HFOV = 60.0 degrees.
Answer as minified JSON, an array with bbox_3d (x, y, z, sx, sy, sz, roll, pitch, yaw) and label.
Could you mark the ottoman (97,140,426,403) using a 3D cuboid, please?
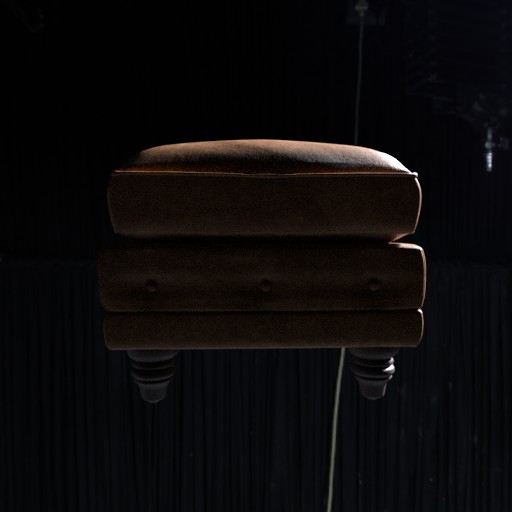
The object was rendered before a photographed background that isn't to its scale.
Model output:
[{"bbox_3d":[0.000,0.000,1.059,0.533,0.480,0.710,0,2,-2],"label":"ottoman"}]
